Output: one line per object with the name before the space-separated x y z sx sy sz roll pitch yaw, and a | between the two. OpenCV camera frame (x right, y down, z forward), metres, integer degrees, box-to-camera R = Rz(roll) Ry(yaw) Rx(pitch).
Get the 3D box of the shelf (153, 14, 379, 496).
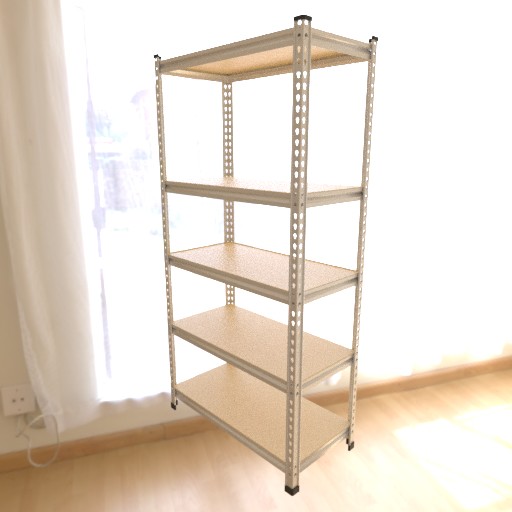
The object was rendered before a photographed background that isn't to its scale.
shelf | 0.000 0.000 2.102 0.457 1.829 0.914 -13 19 -42
